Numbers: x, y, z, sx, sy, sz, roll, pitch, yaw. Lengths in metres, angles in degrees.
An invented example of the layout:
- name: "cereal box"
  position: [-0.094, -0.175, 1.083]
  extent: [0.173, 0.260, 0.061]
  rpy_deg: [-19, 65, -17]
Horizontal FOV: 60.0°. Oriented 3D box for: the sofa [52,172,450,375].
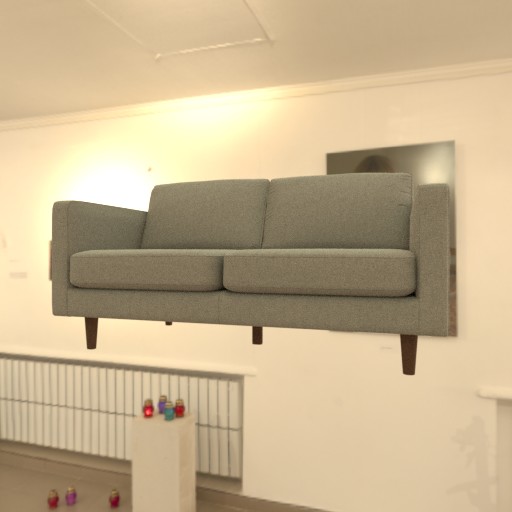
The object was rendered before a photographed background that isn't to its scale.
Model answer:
- name: "sofa"
  position: [0.000, 0.000, 2.252]
  extent: [1.731, 0.900, 1.000]
  rpy_deg: [0, 0, 18]
